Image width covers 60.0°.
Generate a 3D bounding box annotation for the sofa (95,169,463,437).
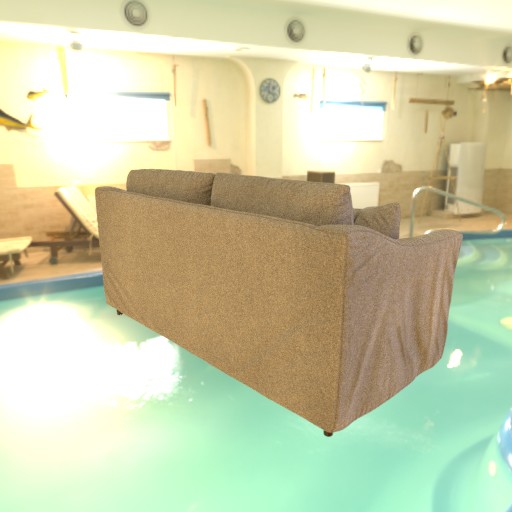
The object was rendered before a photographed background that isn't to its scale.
[{"bbox_3d":[0.000,0.000,2.654,1.072,1.018,2.010,-14,20,-42],"label":"sofa"}]
